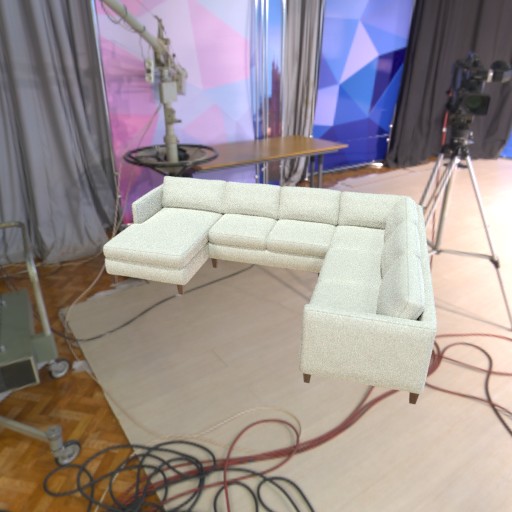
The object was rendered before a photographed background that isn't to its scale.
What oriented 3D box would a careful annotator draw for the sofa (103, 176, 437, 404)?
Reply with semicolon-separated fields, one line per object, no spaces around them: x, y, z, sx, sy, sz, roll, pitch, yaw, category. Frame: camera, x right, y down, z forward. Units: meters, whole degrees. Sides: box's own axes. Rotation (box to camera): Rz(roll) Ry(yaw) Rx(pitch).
0.000;0.000;4.500;3.238;0.853;2.551;7;27;15;sofa
